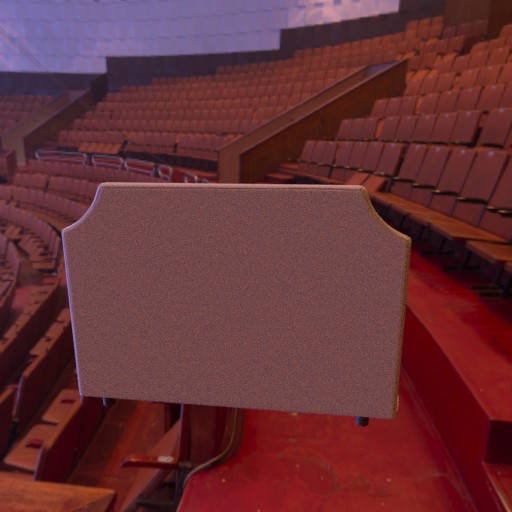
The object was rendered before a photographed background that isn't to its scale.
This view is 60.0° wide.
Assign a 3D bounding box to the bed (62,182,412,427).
[{"bbox_3d":[0.000,0.000,4.177,2.350,1.590,2.773,2,15,7],"label":"bed"}]
